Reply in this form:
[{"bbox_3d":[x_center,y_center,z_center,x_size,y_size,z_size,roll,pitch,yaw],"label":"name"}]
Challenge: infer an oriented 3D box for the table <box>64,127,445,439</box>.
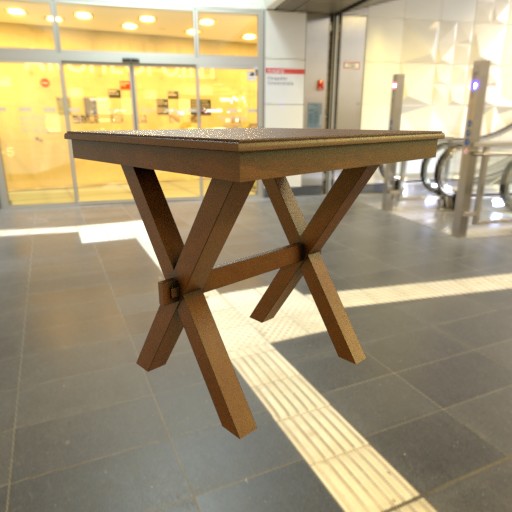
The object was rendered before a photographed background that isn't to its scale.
[{"bbox_3d":[0.000,0.000,1.038,0.602,0.562,0.560,-16,23,-42],"label":"table"}]
